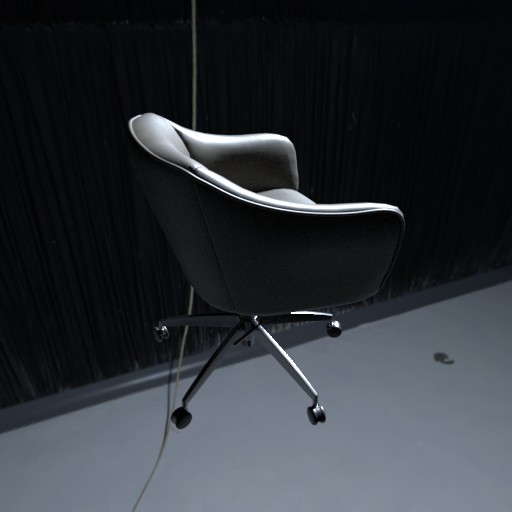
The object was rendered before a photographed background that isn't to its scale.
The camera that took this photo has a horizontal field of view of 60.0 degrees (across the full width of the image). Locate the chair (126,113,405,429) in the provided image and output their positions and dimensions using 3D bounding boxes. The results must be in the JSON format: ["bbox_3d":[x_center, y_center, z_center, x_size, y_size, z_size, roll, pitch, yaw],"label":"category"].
[{"bbox_3d":[0.000,0.000,1.372,0.689,0.827,0.713,-11,33,-18],"label":"chair"}]
